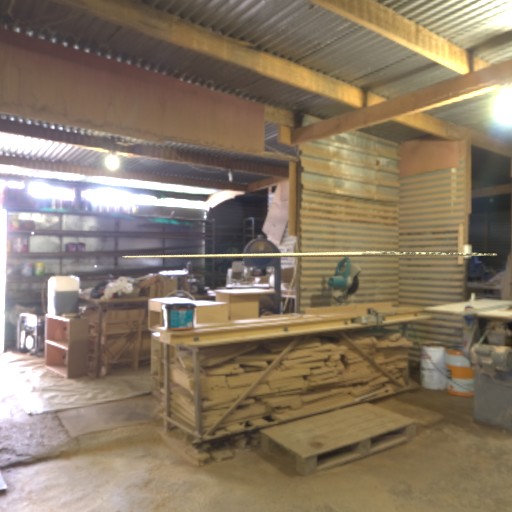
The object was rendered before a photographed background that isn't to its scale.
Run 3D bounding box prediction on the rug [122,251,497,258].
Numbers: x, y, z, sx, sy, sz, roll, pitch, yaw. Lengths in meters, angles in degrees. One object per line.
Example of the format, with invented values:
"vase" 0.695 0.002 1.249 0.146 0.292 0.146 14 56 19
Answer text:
"rug" 0.000 0.000 2.646 0.774 0.011 2.449 0 -1 -36
